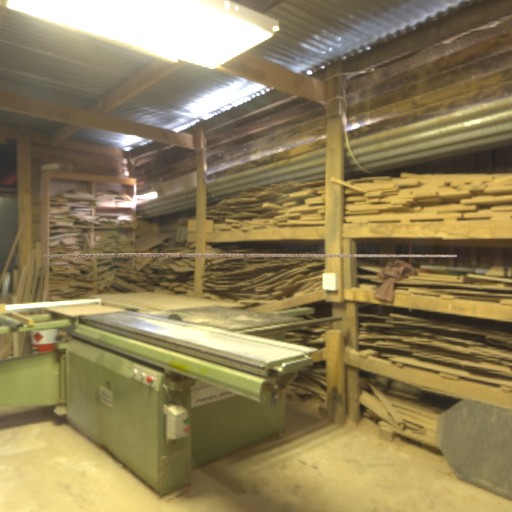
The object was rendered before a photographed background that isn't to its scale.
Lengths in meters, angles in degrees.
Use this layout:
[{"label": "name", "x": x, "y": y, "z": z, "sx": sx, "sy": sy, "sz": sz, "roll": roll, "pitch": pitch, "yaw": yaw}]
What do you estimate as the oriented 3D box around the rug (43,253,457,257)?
[{"label": "rug", "x": 0.000, "y": 0.000, "z": 2.942, "sx": 2.292, "sy": 0.014, "sz": 1.528, "roll": 0, "pitch": 0, "yaw": -37}]
